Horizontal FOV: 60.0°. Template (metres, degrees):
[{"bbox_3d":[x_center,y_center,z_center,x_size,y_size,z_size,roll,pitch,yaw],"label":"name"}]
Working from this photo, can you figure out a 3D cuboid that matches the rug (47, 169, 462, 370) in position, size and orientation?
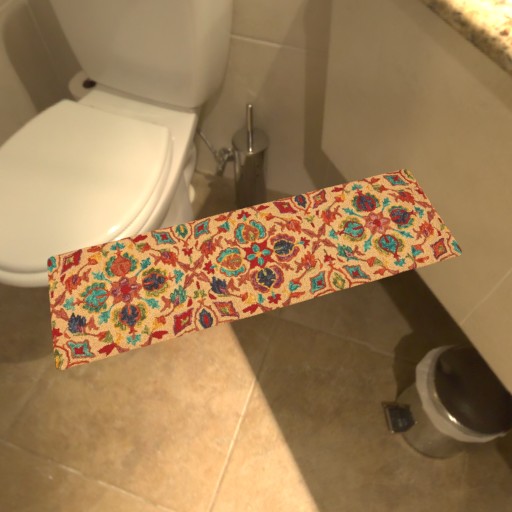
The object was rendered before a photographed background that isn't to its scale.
[{"bbox_3d":[0.000,0.000,2.522,2.273,0.016,0.693,-15,59,-9],"label":"rug"}]
